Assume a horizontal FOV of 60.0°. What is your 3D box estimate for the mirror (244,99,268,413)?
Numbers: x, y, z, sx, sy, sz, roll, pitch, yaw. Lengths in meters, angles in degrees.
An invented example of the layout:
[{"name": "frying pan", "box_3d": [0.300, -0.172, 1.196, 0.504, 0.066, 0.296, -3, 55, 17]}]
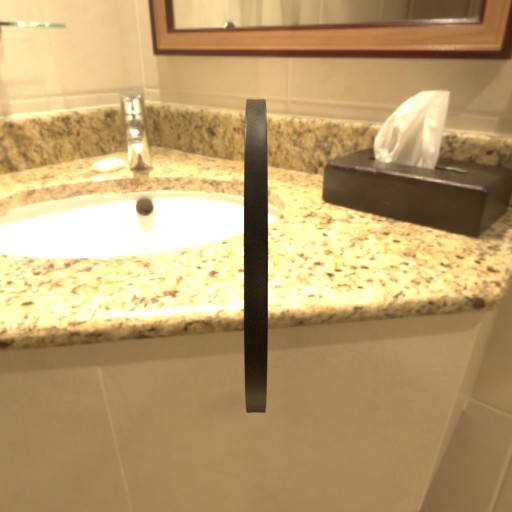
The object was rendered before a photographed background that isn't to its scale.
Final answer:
[{"name": "mirror", "box_3d": [0.000, 0.000, 0.847, 0.032, 0.565, 0.565, 0, 26, 0]}]
